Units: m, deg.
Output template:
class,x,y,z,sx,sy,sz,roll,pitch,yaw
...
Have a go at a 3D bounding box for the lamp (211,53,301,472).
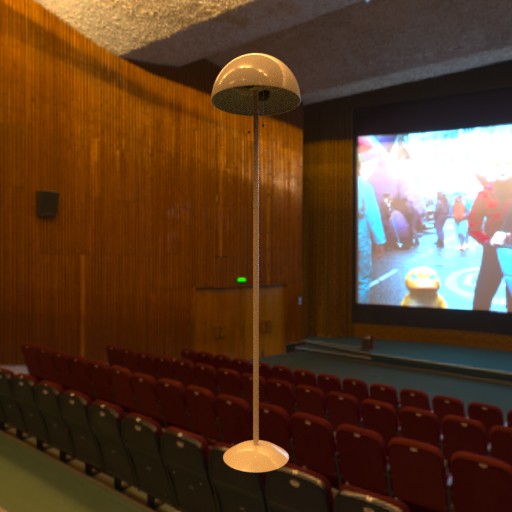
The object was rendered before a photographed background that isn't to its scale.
class,x,y,z,sx,sy,sz,roll,pitch,yaw
lamp,0.000,0.000,1.633,0.328,1.480,0.328,0,0,36
